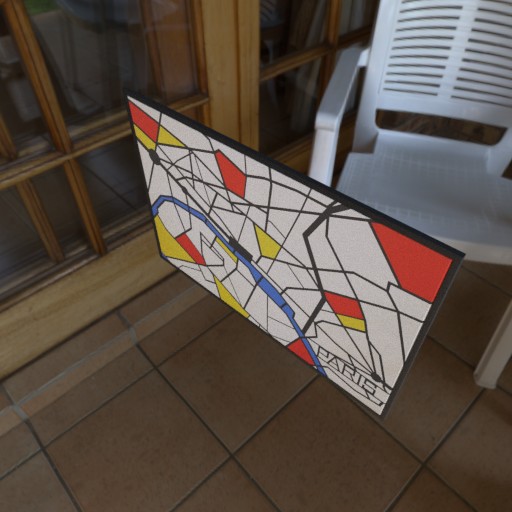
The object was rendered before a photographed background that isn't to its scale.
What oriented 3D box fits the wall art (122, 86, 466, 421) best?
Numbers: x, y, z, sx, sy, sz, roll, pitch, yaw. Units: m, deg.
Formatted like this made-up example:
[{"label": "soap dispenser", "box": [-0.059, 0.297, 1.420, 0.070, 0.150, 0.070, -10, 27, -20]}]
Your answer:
[{"label": "wall art", "box": [0.000, 0.000, 1.227, 0.963, 0.665, 0.013, 33, 54, 27]}]
